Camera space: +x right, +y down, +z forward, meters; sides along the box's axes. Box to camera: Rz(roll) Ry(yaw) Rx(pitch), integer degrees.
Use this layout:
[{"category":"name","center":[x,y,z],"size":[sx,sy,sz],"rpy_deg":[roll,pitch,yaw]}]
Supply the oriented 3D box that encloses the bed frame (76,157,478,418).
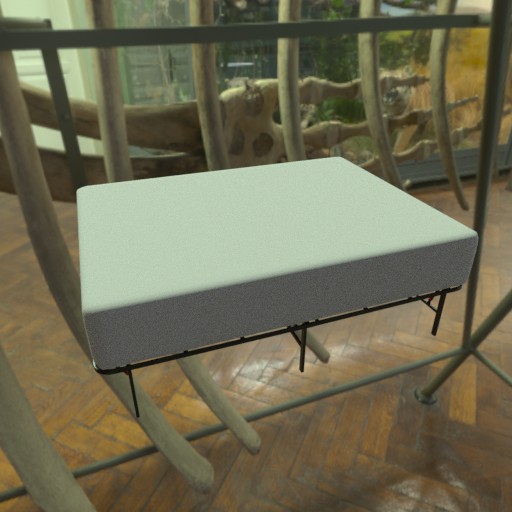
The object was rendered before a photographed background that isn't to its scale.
[{"category":"bed frame","center":[0.000,0.000,2.827],"size":[2.037,0.677,1.528],"rpy_deg":[-10,31,-18]}]
